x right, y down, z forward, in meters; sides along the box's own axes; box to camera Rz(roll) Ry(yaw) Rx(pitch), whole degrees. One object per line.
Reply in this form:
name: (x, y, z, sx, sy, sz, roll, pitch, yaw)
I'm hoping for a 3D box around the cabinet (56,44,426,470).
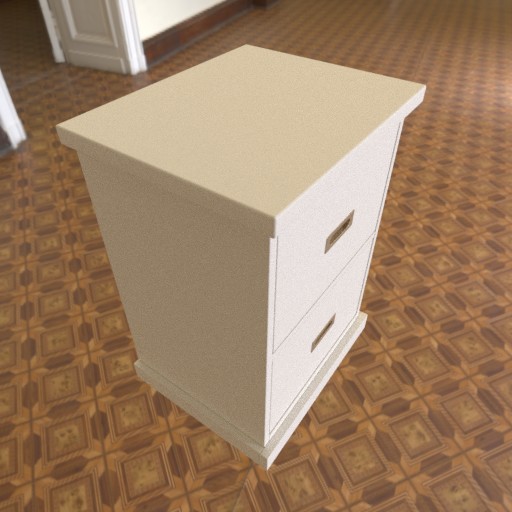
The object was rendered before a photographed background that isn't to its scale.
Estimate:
cabinet: (0.000, 0.000, 1.022, 0.431, 0.723, 0.520, 26, 48, 26)
